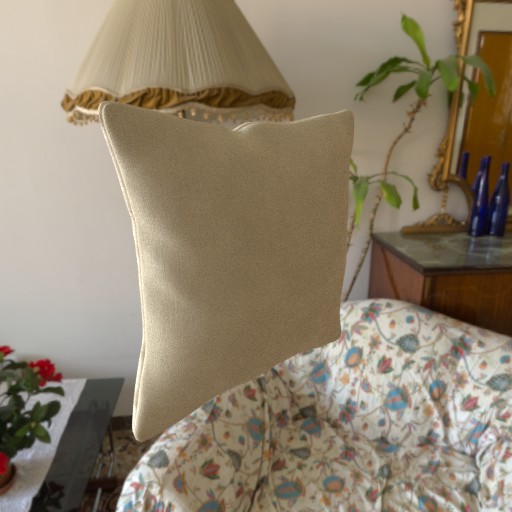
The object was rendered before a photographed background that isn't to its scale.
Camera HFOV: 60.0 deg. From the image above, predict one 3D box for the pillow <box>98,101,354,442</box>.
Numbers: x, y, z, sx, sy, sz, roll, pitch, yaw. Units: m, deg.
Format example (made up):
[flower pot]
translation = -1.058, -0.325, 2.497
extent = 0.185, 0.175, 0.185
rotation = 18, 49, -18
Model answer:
[pillow]
translation = 0.000, 0.000, 0.653
extent = 0.437, 0.420, 0.162
rotation = -15, 22, -41
